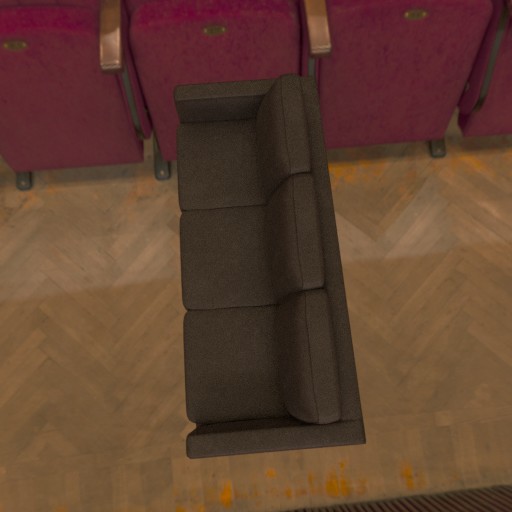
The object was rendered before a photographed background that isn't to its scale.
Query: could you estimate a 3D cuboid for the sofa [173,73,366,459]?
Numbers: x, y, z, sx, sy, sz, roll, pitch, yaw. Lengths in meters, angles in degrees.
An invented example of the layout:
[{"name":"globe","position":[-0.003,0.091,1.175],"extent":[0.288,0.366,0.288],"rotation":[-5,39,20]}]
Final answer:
[{"name":"sofa","position":[0.000,0.000,2.547],"extent":[0.879,0.899,2.029],"rotation":[-4,74,-1]}]
